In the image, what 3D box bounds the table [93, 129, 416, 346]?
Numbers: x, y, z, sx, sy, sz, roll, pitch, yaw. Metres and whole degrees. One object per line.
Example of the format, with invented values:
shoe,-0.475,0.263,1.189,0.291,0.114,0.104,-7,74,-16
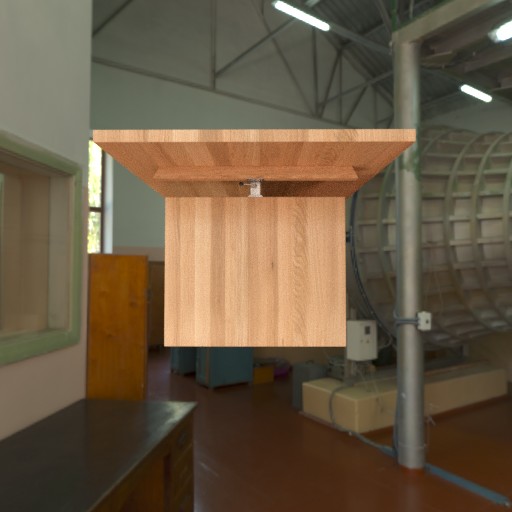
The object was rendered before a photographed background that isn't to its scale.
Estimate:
table,0.000,0.000,1.501,0.700,0.510,1.100,0,-2,0
